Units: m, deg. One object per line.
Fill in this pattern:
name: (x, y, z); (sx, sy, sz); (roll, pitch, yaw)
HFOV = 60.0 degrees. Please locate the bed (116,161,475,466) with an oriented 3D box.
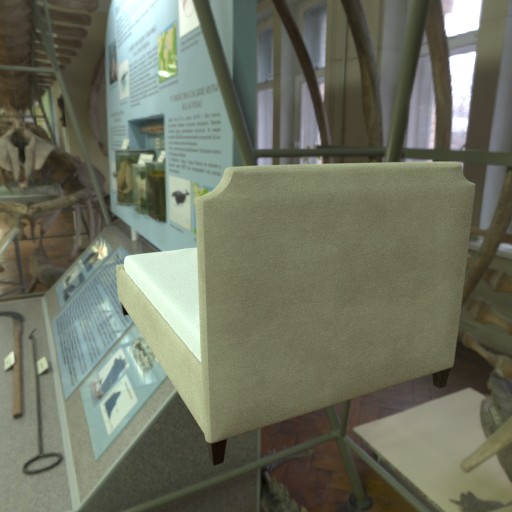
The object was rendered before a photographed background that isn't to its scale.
bed: (0.000, 0.000, 3.339); (1.712, 1.443, 2.372); (-7, 16, -26)
